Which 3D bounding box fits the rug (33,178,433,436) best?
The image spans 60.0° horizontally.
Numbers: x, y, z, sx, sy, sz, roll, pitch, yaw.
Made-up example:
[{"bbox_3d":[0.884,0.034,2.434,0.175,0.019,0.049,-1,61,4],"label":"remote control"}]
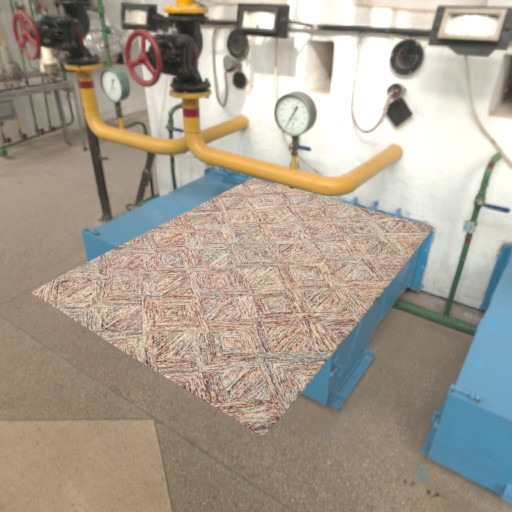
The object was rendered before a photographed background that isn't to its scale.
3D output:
[{"bbox_3d":[0.000,0.000,4.275,2.436,0.024,3.226,21,37,30],"label":"rug"}]
